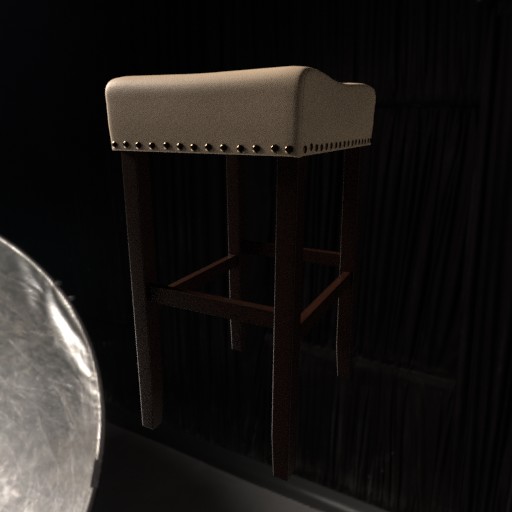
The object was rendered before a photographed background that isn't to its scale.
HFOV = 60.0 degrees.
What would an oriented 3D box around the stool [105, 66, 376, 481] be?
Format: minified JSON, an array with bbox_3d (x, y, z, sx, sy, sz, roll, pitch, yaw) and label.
[{"bbox_3d":[0.000,0.000,1.032,0.401,0.762,0.471,8,19,26],"label":"stool"}]
